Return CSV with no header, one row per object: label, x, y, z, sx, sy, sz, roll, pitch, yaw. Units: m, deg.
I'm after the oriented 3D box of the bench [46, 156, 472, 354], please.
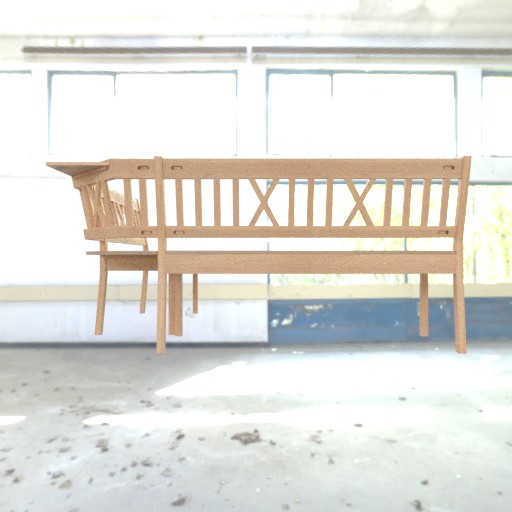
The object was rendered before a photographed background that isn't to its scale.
bench,0.000,0.000,2.757,1.937,0.902,1.537,0,0,0
